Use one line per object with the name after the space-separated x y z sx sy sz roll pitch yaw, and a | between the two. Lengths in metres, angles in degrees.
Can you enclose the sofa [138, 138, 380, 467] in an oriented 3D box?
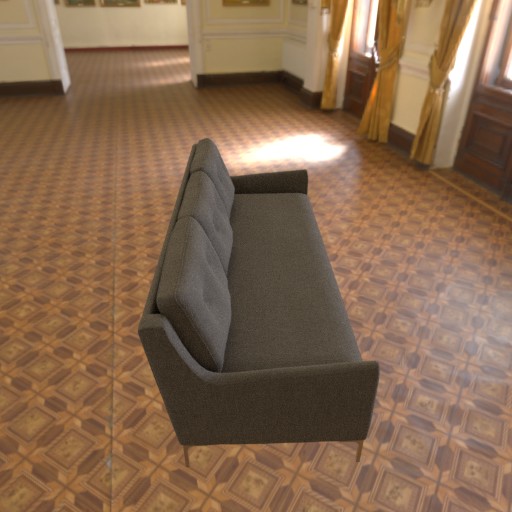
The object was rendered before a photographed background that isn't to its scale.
0.000 0.000 2.501 0.849 0.837 2.060 -1 31 -2 | sofa
